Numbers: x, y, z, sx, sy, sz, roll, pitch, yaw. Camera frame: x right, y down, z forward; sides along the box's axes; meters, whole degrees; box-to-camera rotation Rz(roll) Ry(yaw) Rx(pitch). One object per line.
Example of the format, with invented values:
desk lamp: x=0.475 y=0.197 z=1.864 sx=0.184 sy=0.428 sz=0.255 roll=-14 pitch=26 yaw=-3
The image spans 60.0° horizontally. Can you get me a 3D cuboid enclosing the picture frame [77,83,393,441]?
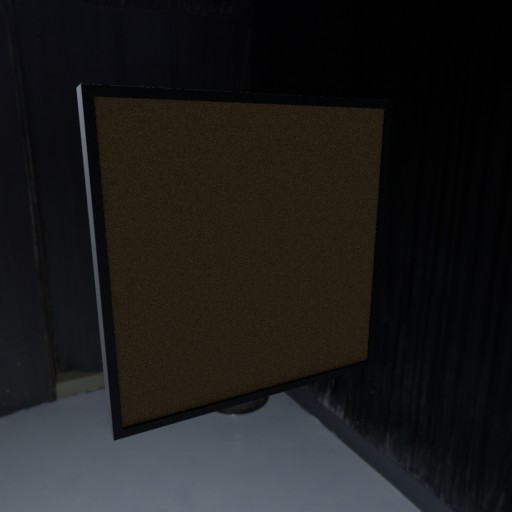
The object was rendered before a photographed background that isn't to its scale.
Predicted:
picture frame: x=0.000 y=0.000 z=0.462 sx=0.317 sy=0.317 sz=0.030 roll=-7 pitch=16 yaw=-26
